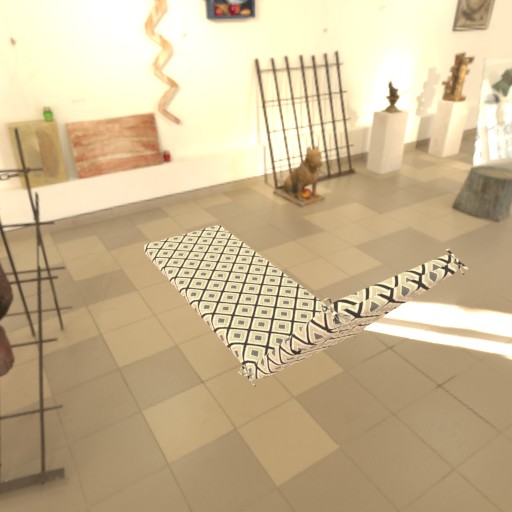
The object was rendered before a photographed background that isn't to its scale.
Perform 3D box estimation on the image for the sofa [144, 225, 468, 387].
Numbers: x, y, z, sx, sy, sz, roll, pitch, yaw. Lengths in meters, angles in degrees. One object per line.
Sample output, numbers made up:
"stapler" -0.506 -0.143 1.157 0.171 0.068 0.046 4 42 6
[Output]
"sofa" 0.000 0.000 2.012 0.582 0.622 1.663 -18 34 -28
